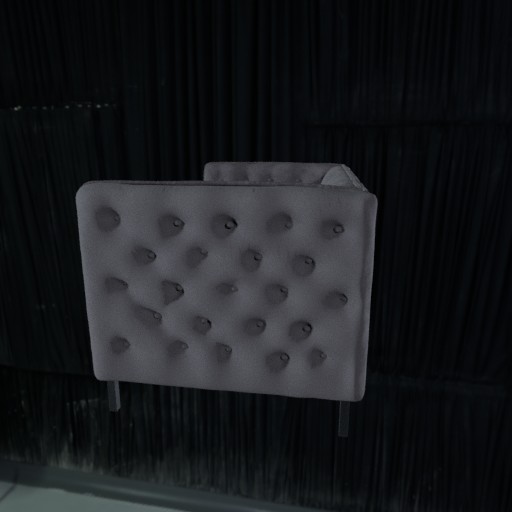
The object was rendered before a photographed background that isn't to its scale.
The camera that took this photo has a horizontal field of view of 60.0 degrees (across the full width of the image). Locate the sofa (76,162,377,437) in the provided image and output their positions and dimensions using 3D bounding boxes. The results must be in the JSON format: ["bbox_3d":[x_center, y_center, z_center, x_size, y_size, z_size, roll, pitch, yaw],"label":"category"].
[{"bbox_3d":[0.000,0.000,2.078,0.909,0.810,1.583,2,14,9],"label":"sofa"}]
